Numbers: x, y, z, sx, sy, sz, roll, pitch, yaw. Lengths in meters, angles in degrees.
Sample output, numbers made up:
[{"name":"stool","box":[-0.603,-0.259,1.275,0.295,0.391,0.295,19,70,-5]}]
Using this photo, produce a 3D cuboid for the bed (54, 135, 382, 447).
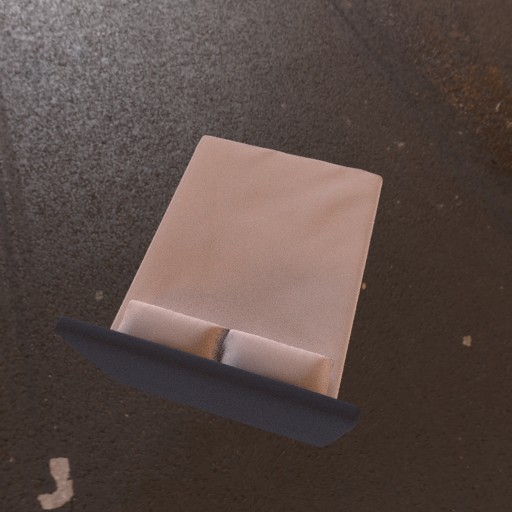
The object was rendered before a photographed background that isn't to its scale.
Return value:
[{"name":"bed","box":[0.000,0.000,3.273,1.713,1.330,2.162,15,63,8]}]
